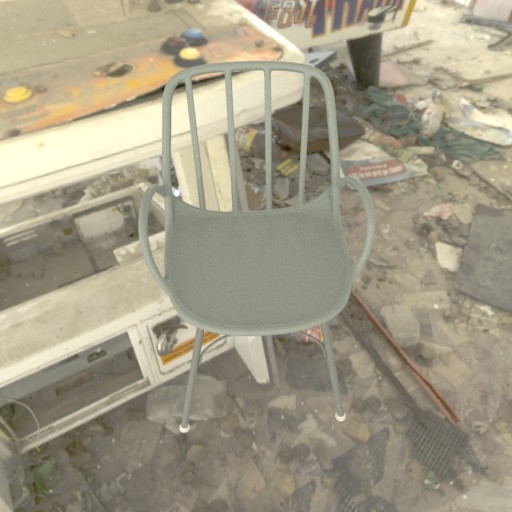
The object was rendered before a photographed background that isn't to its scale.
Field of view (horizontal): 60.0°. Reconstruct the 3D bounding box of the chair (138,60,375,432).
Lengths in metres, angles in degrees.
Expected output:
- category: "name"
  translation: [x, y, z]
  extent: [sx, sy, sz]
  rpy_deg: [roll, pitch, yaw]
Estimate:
- category: "chair"
  translation: [0.000, 0.000, 1.206]
  extent: [0.549, 0.816, 0.597]
  rpy_deg: [-3, 46, -3]
